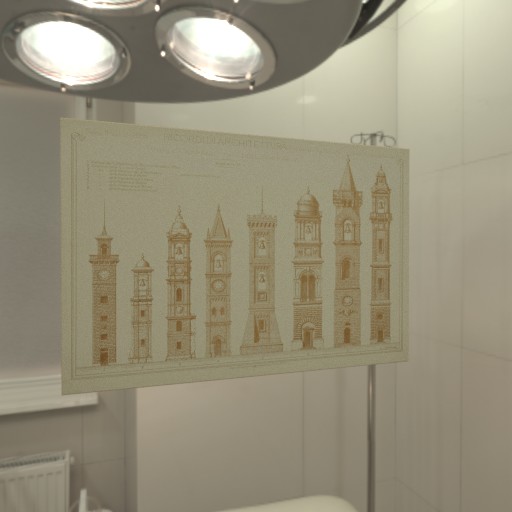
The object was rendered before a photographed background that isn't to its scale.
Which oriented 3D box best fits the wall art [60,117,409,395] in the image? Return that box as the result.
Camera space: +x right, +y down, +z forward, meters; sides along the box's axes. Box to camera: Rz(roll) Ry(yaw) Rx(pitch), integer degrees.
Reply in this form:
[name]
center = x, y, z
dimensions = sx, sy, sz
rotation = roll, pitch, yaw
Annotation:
[wall art]
center = 0.000, 0.000, 1.135
dimensions = 0.915, 0.608, 0.033
rotation = 0, 1, -19
